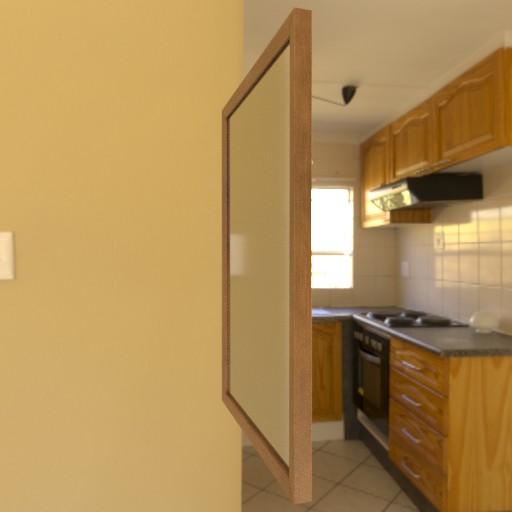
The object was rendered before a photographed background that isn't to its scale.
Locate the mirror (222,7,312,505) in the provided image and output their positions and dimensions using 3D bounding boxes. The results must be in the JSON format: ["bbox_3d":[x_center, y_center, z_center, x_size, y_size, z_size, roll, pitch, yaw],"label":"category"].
[{"bbox_3d":[0.000,0.000,1.112,0.040,0.915,0.609,0,0,-17],"label":"mirror"}]
